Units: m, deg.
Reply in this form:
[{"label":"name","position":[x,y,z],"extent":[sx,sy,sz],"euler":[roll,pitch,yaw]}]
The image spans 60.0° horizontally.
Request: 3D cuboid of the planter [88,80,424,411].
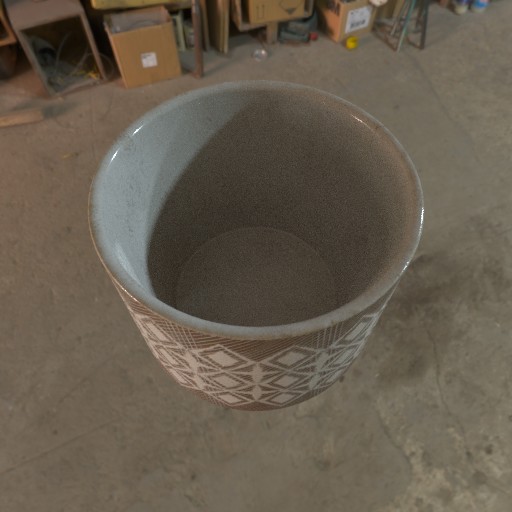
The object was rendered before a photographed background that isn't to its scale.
[{"label":"planter","position":[0.000,0.000,0.213],"extent":[0.126,0.104,0.126],"euler":[0,57,0]}]
